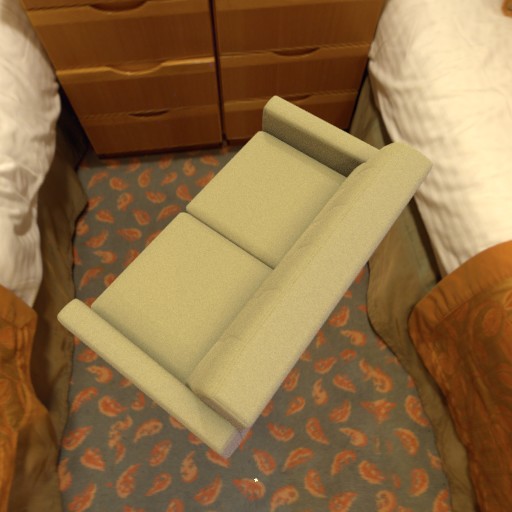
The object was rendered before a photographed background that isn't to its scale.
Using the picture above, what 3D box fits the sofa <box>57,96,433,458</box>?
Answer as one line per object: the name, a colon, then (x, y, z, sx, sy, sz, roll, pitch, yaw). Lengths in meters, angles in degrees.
sofa: (0.000, 0.000, 2.231, 0.980, 0.892, 1.655, 34, 68, 16)
